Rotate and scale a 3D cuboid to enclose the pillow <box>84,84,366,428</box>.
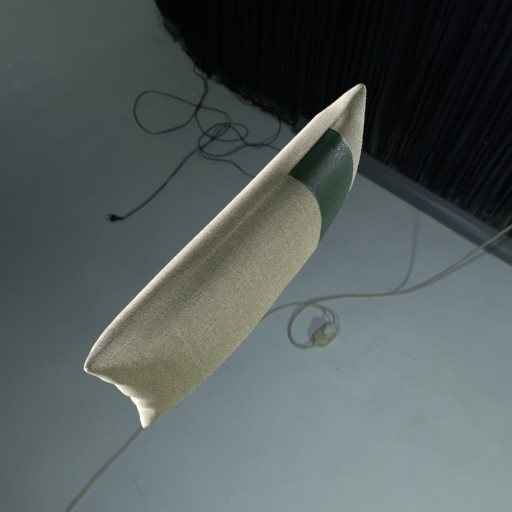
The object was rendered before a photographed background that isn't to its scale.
[{"bbox_3d":[0.000,0.000,1.037,0.197,0.429,0.859,32,63,19],"label":"pillow"}]
